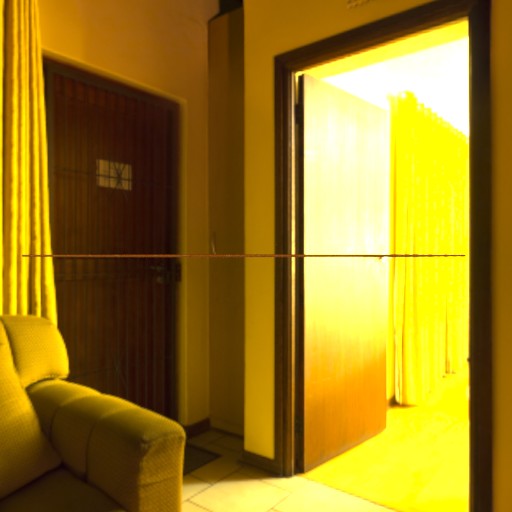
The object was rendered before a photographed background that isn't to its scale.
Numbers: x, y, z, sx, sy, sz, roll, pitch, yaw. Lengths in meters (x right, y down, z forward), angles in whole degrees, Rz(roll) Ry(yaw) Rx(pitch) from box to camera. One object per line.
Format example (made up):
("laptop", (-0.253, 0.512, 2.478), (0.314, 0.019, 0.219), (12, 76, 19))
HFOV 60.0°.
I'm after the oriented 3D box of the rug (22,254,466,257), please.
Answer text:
("rug", (0.000, 0.000, 2.286), (1.829, 0.010, 1.213), (0, 0, 18))
